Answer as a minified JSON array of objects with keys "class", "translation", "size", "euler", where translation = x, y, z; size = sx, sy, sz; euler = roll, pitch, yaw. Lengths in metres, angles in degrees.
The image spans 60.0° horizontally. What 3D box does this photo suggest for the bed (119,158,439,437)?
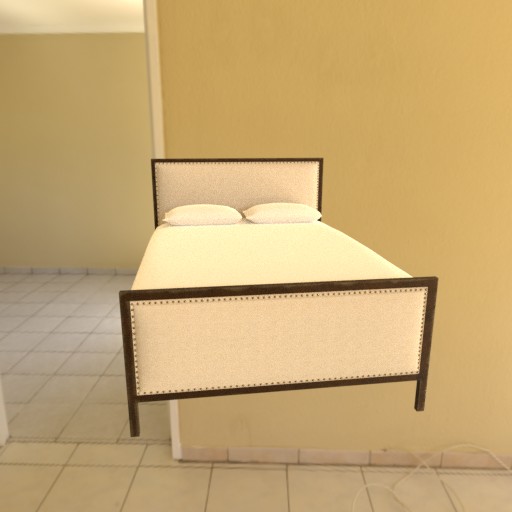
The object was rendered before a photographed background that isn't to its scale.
[{"class":"bed","translation":[0.000,0.000,3.242],"size":[1.607,1.313,2.221],"euler":[-2,15,-8]}]
